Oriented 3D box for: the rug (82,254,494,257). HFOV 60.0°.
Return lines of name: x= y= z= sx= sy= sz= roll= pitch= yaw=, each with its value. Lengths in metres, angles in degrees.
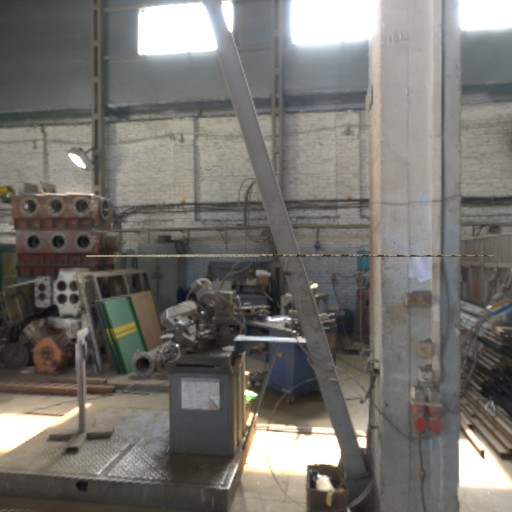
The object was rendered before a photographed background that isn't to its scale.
rug: x=0.000 y=0.000 z=2.267 sx=1.247 sy=0.008 sz=1.802 roll=0 pitch=0 yaw=-36
